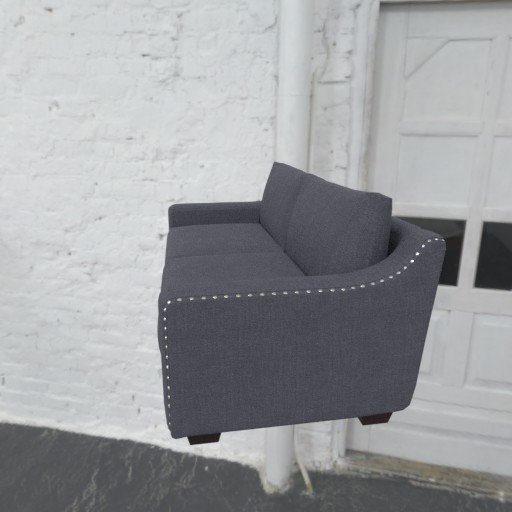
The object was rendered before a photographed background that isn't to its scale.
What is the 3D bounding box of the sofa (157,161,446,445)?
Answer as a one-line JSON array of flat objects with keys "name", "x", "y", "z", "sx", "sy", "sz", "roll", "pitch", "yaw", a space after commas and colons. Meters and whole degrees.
[{"name": "sofa", "x": 0.000, "y": 0.000, "z": 3.214, "sx": 1.336, "sy": 1.196, "sz": 2.550, "roll": -3, "pitch": 16, "yaw": -9}]
